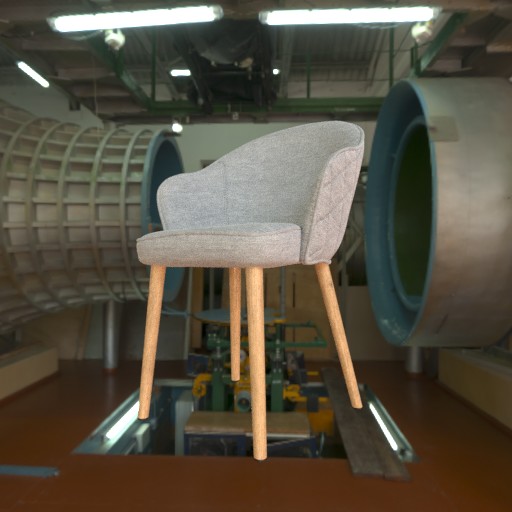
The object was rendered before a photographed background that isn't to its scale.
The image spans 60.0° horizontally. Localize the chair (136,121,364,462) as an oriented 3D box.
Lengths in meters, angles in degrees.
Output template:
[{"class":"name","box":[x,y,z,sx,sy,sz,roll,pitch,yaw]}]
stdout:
[{"class":"chair","box":[0.000,0.000,1.158,0.540,0.800,0.530,0,0,37]}]
